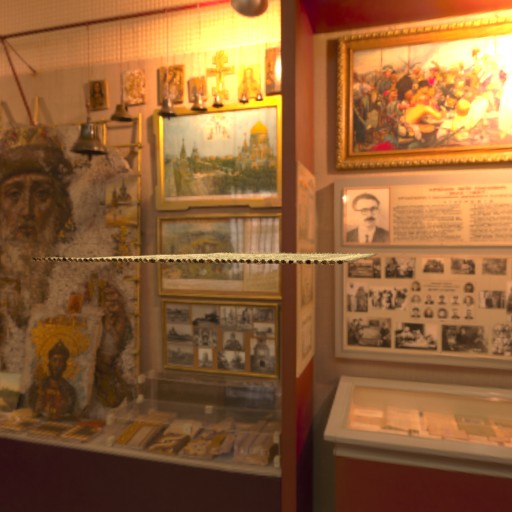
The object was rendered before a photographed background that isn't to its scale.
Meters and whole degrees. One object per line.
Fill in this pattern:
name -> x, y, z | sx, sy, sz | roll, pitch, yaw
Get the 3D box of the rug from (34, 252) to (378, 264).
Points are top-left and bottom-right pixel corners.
rug -> 0.000, 0.000, 3.086 | 1.530, 0.025, 2.431 | 0, 1, 18
